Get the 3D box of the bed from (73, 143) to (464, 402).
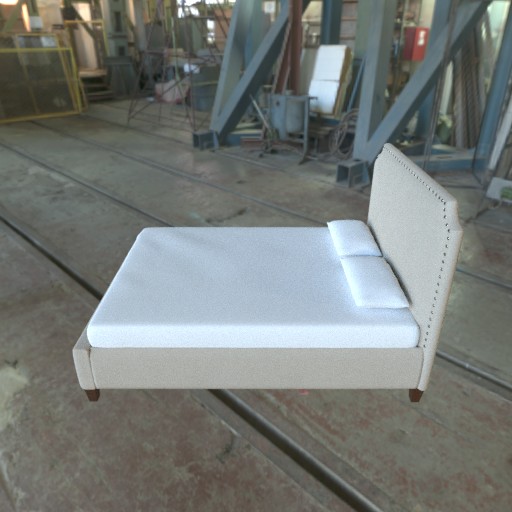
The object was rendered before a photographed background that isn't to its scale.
[{"bbox_3d":[0.000,0.000,3.467,2.372,1.443,1.713,0,27,0],"label":"bed"}]
